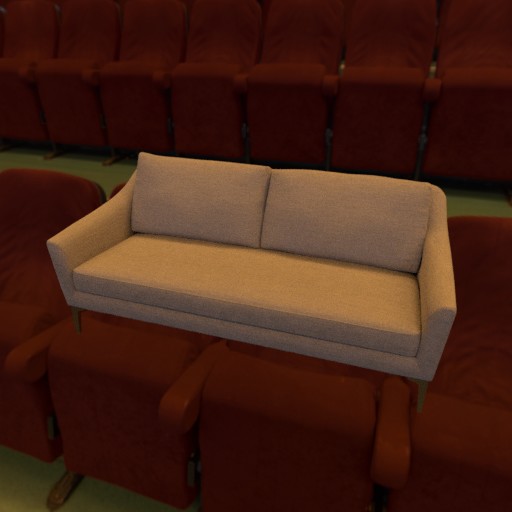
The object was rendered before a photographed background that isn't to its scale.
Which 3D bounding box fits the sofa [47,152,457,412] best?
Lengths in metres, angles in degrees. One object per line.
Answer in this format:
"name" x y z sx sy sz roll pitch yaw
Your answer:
"sofa" 0.000 0.000 2.529 2.036 0.913 0.980 9 29 16
